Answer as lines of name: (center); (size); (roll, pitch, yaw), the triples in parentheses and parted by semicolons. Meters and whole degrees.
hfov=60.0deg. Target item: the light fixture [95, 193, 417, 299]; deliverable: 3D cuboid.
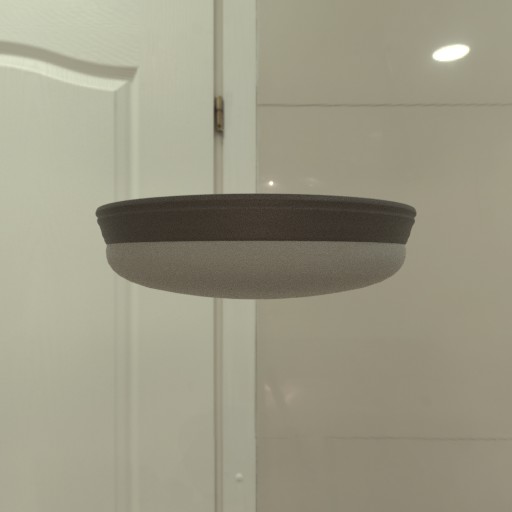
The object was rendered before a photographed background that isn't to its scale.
light fixture: (0.000, 0.000, 0.540); (0.368, 0.100, 0.368); (0, 0, 0)
